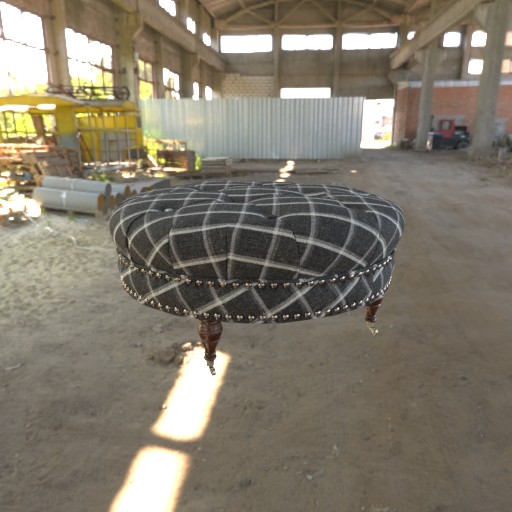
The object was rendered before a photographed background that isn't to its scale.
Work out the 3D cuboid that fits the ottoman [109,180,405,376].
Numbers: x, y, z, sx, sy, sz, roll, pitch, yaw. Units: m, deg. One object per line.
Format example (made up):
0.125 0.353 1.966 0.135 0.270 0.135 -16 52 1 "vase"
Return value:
0.000 0.000 1.437 0.901 0.439 0.901 0 16 0 "ottoman"
